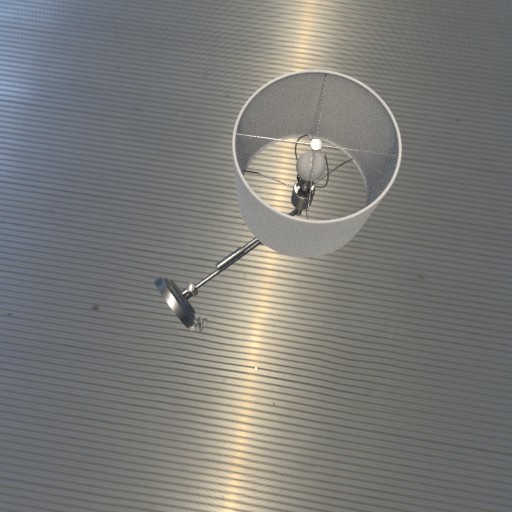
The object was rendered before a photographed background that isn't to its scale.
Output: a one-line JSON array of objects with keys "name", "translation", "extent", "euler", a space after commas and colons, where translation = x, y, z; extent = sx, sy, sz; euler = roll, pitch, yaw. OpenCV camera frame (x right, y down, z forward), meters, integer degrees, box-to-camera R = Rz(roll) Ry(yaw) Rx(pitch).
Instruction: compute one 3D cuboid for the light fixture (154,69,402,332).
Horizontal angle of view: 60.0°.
[{"name": "light fixture", "translation": [0.000, 0.000, 1.049], "extent": [0.479, 0.842, 0.253], "euler": [-36, 79, -8]}]
